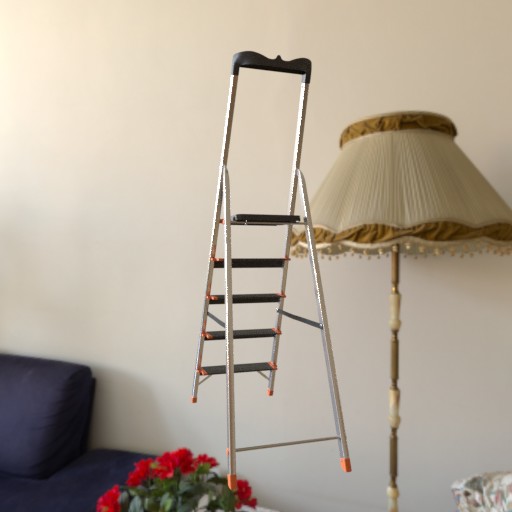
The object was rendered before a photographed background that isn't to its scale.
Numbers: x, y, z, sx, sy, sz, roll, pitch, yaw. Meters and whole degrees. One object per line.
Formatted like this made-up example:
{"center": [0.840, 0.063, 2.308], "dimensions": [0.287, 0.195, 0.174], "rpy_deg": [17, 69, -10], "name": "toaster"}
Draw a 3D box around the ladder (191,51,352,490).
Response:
{"center": [0.000, 0.000, 2.101], "dimensions": [0.480, 1.646, 0.995], "rpy_deg": [0, 0, -16], "name": "ladder"}
